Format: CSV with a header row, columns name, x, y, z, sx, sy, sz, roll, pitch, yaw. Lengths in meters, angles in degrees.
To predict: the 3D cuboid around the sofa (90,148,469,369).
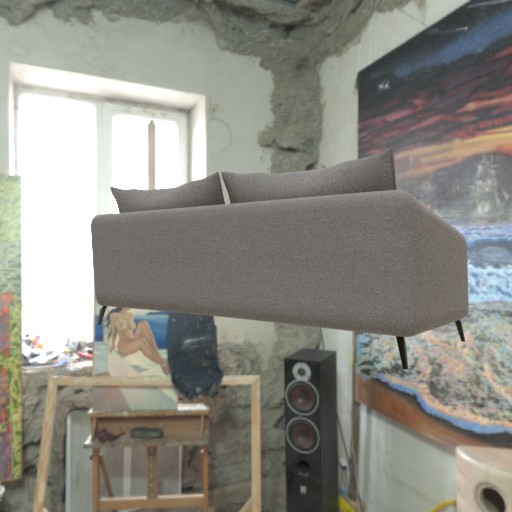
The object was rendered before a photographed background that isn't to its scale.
name,x,y,z,sx,sy,sz,roll,pitch,yaw
sofa,0.000,0.000,2.432,2.022,0.833,0.809,0,0,35
